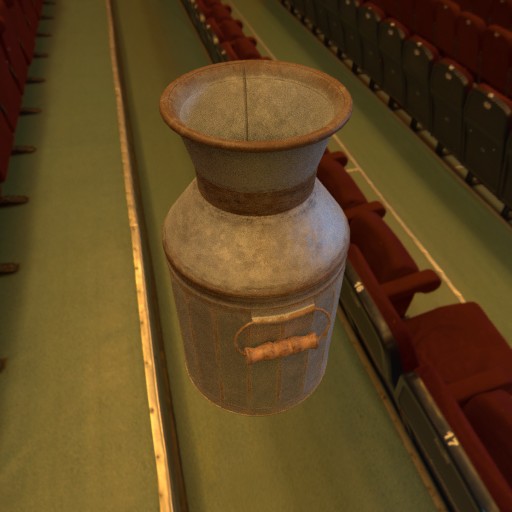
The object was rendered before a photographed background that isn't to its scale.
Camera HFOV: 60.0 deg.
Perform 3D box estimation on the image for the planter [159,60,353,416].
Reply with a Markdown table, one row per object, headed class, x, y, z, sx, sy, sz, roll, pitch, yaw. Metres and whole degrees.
| class | x | y | z | sx | sy | sz | roll | pitch | yaw |
| --- | --- | --- | --- | --- | --- | --- | --- | --- | --- |
| planter | 0.000 | 0.000 | 0.529 | 0.214 | 0.396 | 0.245 | -11 | 46 | -11 |
